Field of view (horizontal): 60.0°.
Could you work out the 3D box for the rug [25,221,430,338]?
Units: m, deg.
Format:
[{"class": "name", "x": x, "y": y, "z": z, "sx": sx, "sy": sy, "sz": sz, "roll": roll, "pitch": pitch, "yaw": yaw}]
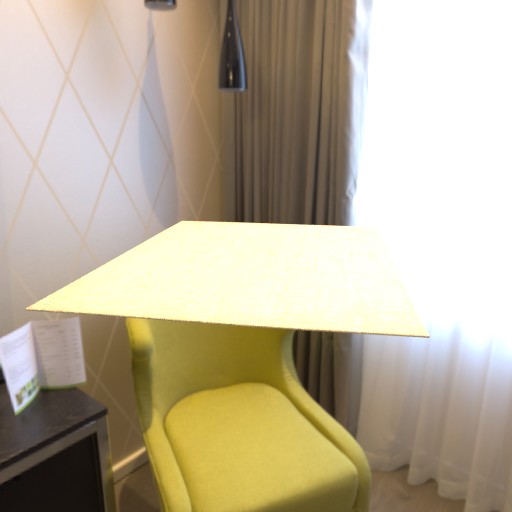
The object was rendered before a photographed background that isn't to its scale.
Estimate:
[{"class": "rug", "x": 0.000, "y": 0.000, "z": 4.048, "sx": 2.447, "sy": 0.014, "sz": 3.061, "roll": 3, "pitch": 15, "yaw": 9}]
